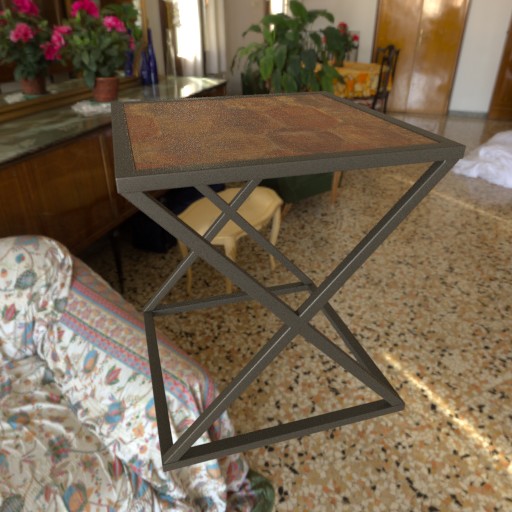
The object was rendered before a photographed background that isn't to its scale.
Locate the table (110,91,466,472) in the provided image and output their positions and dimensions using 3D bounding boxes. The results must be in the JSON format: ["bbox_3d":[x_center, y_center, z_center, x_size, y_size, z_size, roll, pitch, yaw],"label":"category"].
[{"bbox_3d":[0.000,0.000,0.939,0.500,0.565,0.500,-8,31,-14],"label":"table"}]
